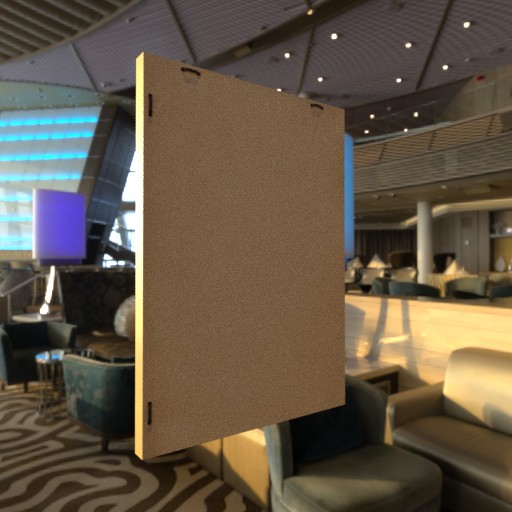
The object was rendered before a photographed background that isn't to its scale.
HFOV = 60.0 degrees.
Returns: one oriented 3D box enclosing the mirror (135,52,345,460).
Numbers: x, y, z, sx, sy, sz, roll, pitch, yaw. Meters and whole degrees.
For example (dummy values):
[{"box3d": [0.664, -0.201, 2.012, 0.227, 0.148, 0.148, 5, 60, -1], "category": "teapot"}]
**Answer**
[{"box3d": [0.000, 0.000, 0.931, 0.507, 0.710, 0.039, 0, -1, -36], "category": "mirror"}]
